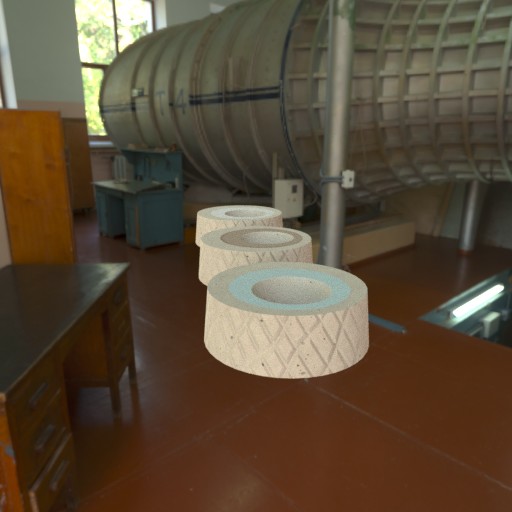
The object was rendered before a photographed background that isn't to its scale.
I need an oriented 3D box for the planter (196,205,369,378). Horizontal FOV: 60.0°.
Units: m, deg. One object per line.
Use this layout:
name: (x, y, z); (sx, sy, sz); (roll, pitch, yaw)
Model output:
planter: (0.000, 0.000, 0.437); (0.114, 0.038, 0.390); (-2, 16, -8)
